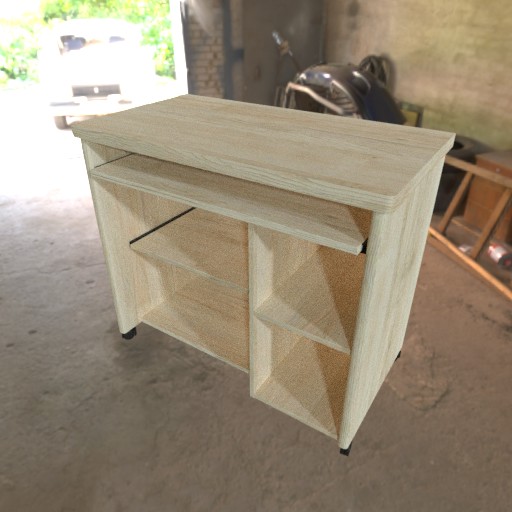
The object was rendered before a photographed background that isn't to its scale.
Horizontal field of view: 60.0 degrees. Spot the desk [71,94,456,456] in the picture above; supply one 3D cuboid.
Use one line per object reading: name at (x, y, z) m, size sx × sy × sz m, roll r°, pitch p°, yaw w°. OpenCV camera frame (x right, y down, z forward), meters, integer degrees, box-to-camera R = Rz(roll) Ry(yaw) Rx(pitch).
desk at (0.000, 0.000, 1.346) m, size 0.885 × 0.770 × 0.480 m, roll 19°, pitch 36°, yaw 28°
